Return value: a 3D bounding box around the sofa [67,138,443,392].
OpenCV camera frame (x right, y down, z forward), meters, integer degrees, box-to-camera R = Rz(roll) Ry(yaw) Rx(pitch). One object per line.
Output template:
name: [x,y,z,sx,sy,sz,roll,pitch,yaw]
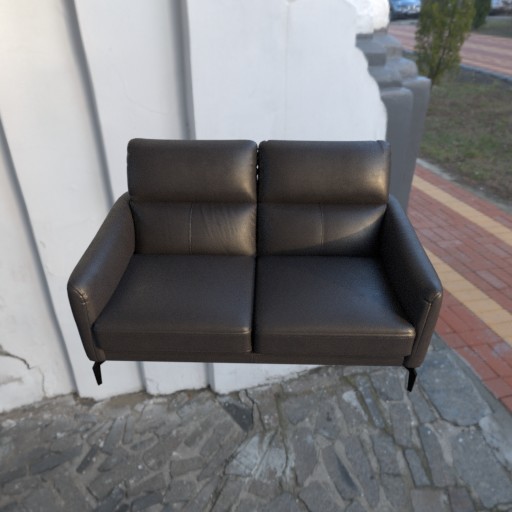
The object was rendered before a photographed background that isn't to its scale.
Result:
sofa: [0.000,0.000,2.209,1.596,0.920,0.958,1,31,1]
